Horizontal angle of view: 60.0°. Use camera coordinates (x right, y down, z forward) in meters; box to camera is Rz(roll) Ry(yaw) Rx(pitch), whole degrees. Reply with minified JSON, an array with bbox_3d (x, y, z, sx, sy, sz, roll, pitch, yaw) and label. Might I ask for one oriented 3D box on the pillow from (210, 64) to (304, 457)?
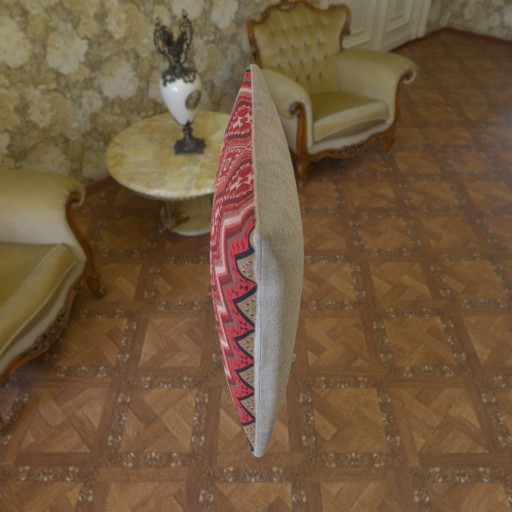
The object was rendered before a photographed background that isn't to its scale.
[{"bbox_3d":[0.000,0.000,0.799,0.158,0.511,0.513,-1,42,-1],"label":"pillow"}]
